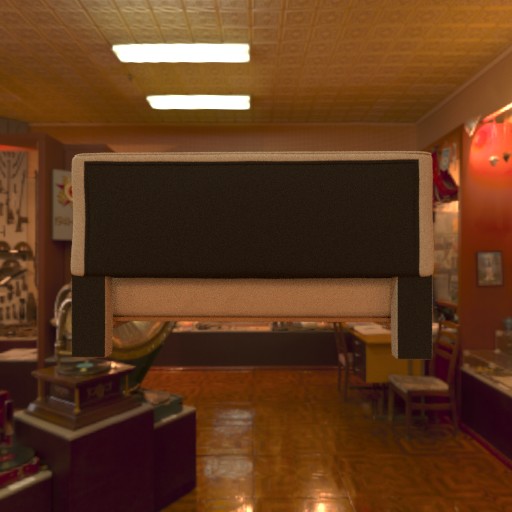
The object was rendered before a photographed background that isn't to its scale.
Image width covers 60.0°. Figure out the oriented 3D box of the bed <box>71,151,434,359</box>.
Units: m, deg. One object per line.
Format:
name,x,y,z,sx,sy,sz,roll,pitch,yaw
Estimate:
bed,0.000,0.000,3.572,1.980,1.126,2.498,0,0,1
